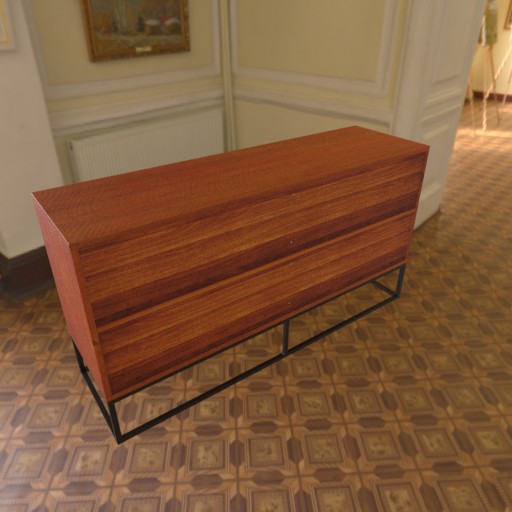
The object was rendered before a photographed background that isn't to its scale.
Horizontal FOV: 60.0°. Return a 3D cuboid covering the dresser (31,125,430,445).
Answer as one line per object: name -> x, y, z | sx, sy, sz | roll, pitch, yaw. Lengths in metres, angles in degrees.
dresser -> 0.000, 0.000, 1.911 | 1.536, 0.810, 0.464 | -20, 36, -30
